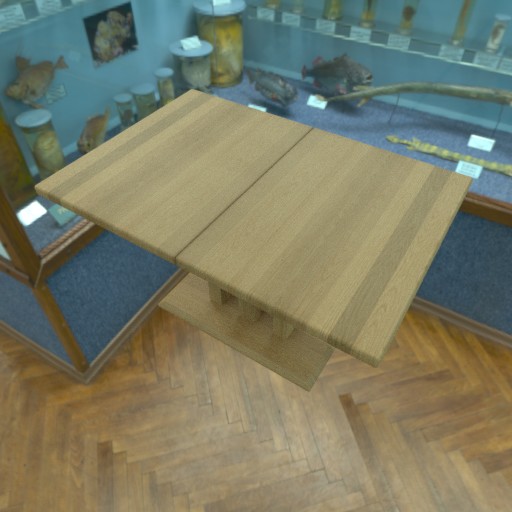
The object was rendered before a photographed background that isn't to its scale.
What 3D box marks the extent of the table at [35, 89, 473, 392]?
[{"bbox_3d":[0.000,0.000,1.862,1.300,0.770,0.900,25,51,22],"label":"table"}]
